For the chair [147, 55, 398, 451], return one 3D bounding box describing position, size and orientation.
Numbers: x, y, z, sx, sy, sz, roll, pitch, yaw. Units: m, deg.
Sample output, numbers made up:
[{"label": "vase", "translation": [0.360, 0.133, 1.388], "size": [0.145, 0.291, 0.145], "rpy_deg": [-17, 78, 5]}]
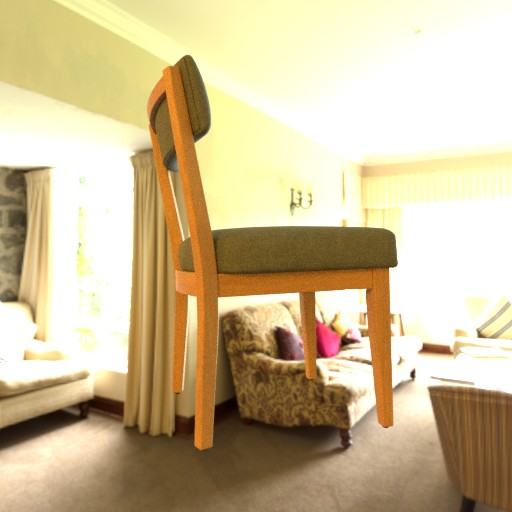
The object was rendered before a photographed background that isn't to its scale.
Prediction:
[{"label": "chair", "translation": [0.000, 0.000, 1.200], "size": [0.572, 0.832, 0.508], "rpy_deg": [0, 0, -18]}]
